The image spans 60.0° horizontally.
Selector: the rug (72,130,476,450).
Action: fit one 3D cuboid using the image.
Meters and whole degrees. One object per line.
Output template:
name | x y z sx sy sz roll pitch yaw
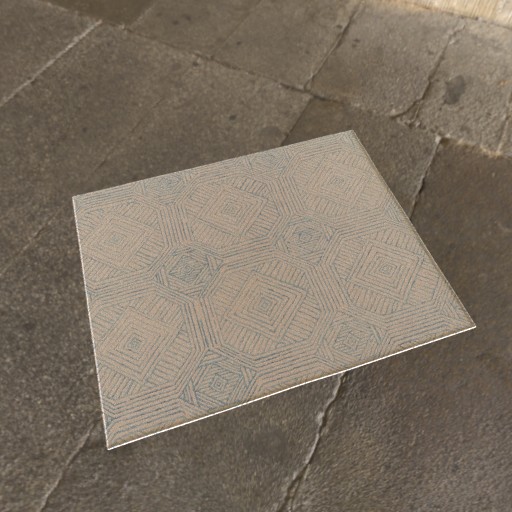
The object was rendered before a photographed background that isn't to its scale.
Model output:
rug | 0.000 0.000 4.046 3.049 0.015 2.457 -16 60 -9
